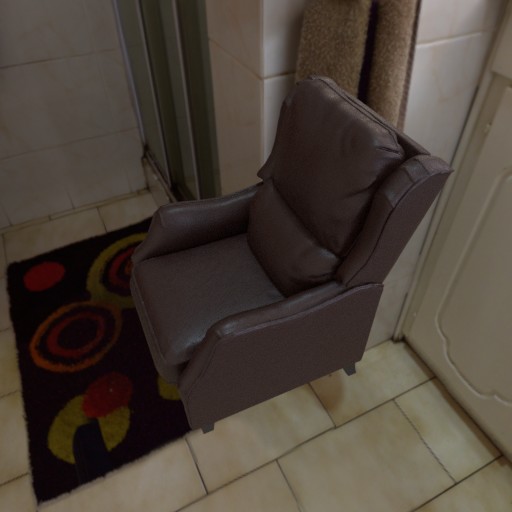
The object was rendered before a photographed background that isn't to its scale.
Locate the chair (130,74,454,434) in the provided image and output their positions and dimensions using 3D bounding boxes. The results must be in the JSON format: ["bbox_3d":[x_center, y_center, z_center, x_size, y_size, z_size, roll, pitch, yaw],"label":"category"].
[{"bbox_3d":[0.000,0.000,1.755,0.982,1.132,0.770,-18,47,-17],"label":"chair"}]
